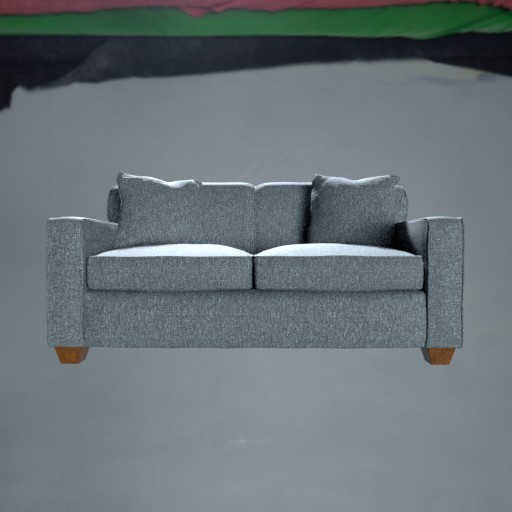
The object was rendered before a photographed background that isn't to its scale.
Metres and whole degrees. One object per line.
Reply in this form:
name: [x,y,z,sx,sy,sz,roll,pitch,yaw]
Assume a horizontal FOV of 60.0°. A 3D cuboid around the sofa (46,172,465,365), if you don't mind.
sofa: [0.000,0.000,2.388,1.846,0.958,0.998,0,1,1]
